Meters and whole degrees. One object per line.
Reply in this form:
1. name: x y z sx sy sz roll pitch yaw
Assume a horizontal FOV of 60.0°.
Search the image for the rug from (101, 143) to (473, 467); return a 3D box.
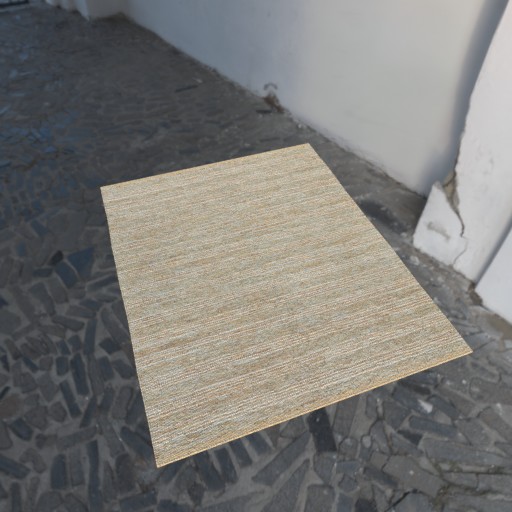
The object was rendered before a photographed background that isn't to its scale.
1. rug: 0.000 0.000 4.096 2.471 0.012 3.034 -15 49 -13
